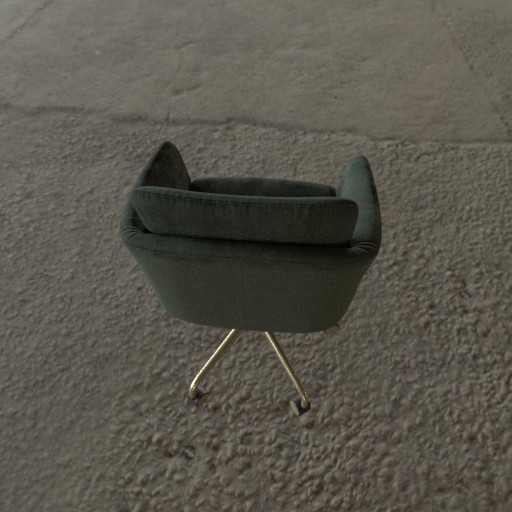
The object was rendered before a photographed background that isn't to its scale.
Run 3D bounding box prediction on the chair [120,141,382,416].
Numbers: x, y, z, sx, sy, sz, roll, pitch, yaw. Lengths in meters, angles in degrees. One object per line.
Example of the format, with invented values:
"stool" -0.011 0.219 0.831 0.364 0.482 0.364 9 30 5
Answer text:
"chair" 0.000 0.000 1.349 0.641 0.908 0.635 4 47 4
